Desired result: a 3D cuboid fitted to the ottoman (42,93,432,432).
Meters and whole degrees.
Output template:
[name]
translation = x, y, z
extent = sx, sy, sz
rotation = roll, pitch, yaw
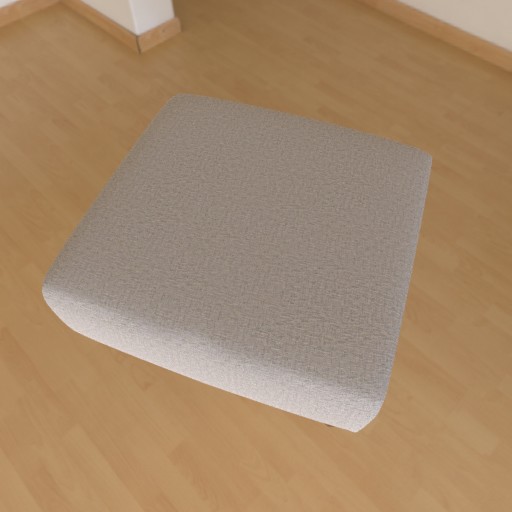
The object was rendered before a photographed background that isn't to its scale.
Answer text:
[ottoman]
translation = 0.000, 0.000, 1.054
extent = 0.655, 0.399, 0.648
rotation = 17, 59, 10
